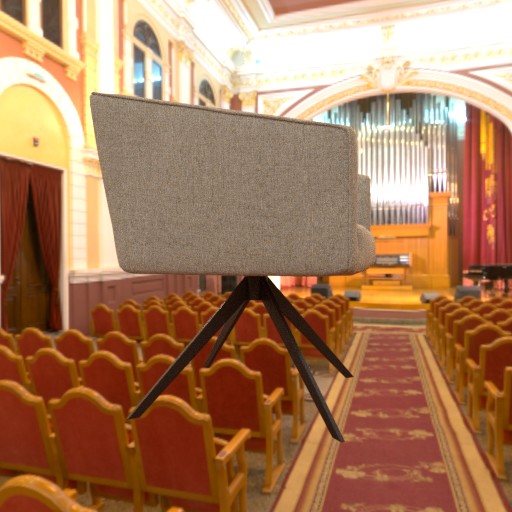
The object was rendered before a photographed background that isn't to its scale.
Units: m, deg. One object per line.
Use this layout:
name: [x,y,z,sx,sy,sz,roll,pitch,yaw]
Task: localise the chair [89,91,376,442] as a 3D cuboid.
chair: [0.000,0.000,1.213,0.623,0.760,0.628,0,0,17]
